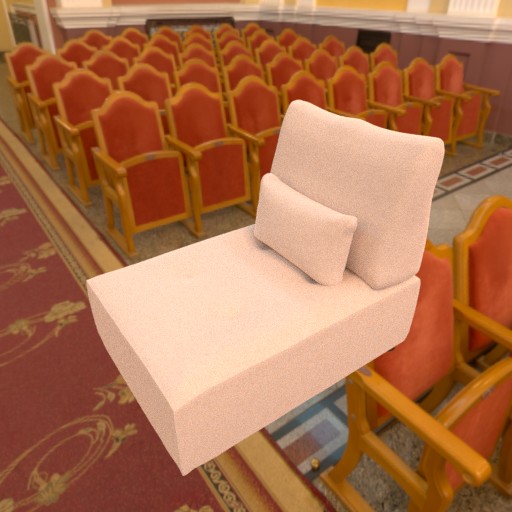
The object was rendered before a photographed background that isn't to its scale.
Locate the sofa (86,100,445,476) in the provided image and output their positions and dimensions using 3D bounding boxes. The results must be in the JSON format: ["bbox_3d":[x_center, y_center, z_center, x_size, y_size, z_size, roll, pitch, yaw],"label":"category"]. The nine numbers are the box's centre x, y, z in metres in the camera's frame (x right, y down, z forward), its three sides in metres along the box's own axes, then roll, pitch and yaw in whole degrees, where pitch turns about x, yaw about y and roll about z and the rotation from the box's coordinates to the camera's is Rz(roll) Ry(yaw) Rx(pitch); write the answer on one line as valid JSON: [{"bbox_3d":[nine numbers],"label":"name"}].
[{"bbox_3d":[0.000,0.000,1.528,1.000,0.820,0.700,-21,37,-30],"label":"sofa"}]
